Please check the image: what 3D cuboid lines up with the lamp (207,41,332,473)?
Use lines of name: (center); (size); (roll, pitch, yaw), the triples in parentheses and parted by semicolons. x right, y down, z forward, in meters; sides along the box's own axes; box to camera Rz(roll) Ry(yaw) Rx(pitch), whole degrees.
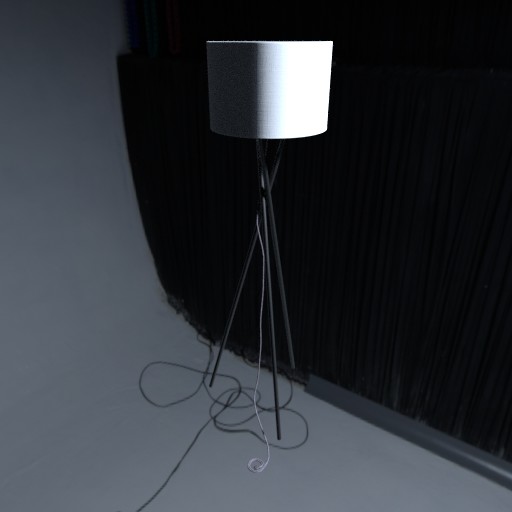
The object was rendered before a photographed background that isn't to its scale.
lamp: (0.000, 0.000, 1.865); (0.522, 1.624, 0.667); (18, 31, 33)
